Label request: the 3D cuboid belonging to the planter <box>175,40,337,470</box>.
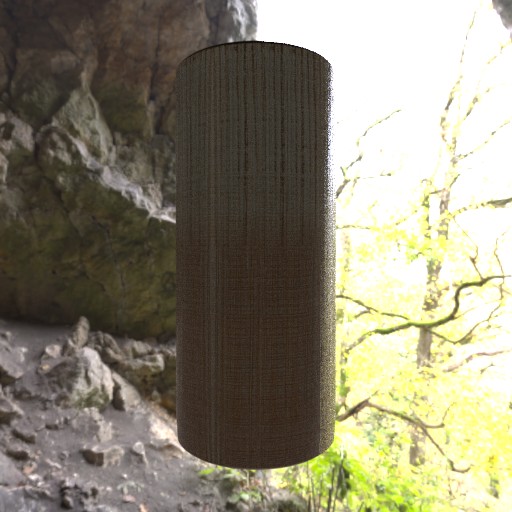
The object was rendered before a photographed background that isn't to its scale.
[{"bbox_3d":[0.000,0.000,0.281,0.100,0.227,0.100,0,1,-19],"label":"planter"}]
